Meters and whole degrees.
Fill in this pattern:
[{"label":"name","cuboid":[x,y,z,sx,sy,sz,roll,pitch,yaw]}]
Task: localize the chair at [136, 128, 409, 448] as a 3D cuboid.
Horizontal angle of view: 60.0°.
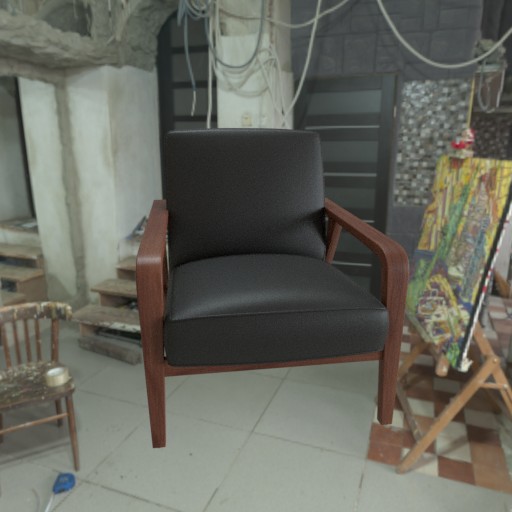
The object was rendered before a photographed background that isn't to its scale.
[{"label":"chair","cuboid":[0.000,0.000,1.521,0.719,0.861,0.889,-2,15,-9]}]
